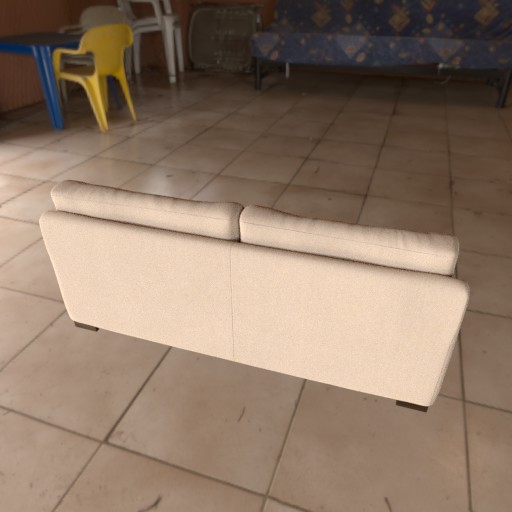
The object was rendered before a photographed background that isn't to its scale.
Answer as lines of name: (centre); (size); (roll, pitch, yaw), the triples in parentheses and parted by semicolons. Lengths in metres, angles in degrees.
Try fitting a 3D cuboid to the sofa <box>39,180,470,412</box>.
sofa: (0.000, 0.000, 2.583); (2.147, 0.925, 0.929); (10, 34, 15)
